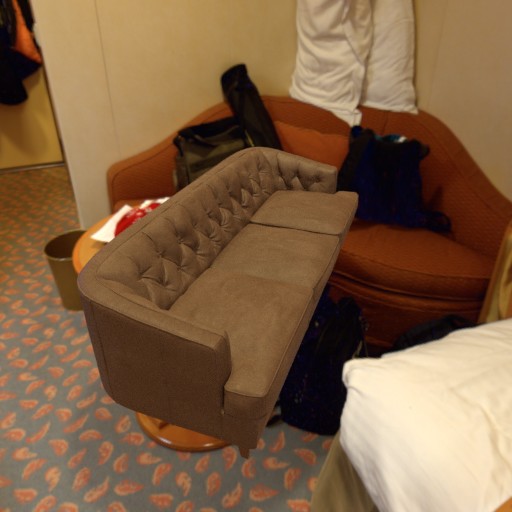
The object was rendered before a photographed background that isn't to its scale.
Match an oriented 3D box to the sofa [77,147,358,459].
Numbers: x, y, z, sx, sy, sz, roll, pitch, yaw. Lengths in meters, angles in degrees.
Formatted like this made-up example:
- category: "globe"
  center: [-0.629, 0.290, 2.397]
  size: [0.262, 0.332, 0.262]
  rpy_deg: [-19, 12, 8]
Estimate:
- category: "sofa"
  center: [0.000, 0.000, 2.684]
  size: [0.927, 0.787, 2.227]
  rpy_deg: [10, 31, 18]
